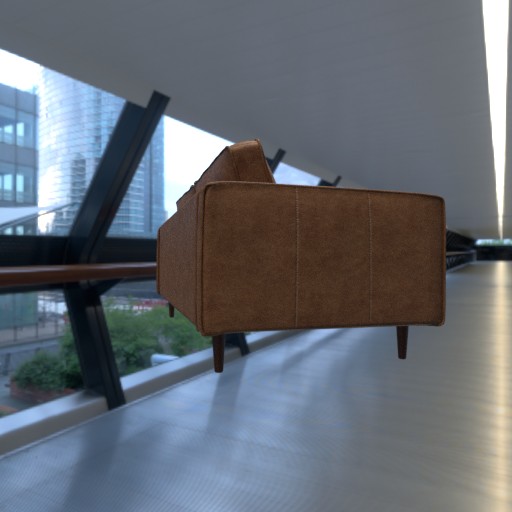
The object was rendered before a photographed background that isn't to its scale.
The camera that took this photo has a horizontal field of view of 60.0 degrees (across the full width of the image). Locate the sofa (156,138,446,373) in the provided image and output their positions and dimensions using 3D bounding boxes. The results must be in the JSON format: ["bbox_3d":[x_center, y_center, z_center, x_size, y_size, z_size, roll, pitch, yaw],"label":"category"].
[{"bbox_3d":[0.000,0.000,2.398,0.924,0.825,1.920,0,-1,-17],"label":"sofa"}]
